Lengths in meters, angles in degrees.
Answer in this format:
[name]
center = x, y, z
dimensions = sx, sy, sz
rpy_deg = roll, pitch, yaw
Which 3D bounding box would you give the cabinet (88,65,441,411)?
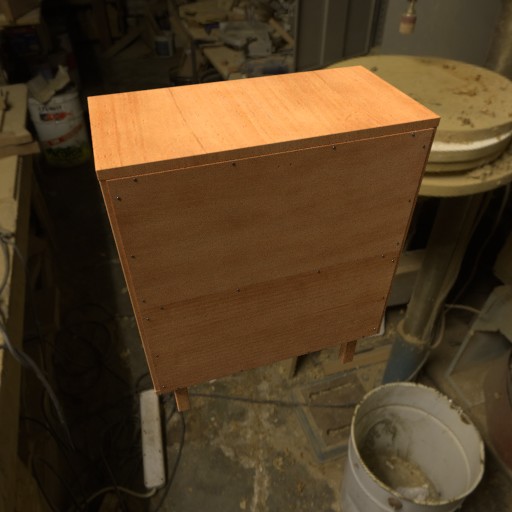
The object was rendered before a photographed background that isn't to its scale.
[cabinet]
center = 0.000, 0.000, 1.442
dimensions = 0.800, 1.001, 0.419
rpy_deg = -12, 42, -14
